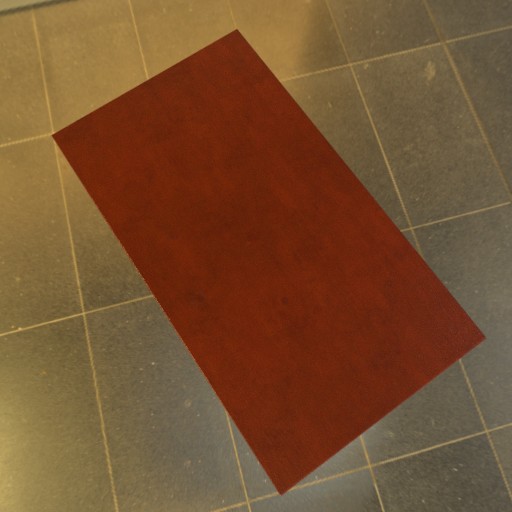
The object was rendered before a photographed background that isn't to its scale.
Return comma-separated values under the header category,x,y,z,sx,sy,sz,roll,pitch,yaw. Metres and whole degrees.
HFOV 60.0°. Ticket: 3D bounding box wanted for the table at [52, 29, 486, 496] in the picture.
category,x,y,z,sx,sy,sz,roll,pitch,yaw
table,0.000,0.000,1.210,0.533,0.456,0.943,-34,78,-8
